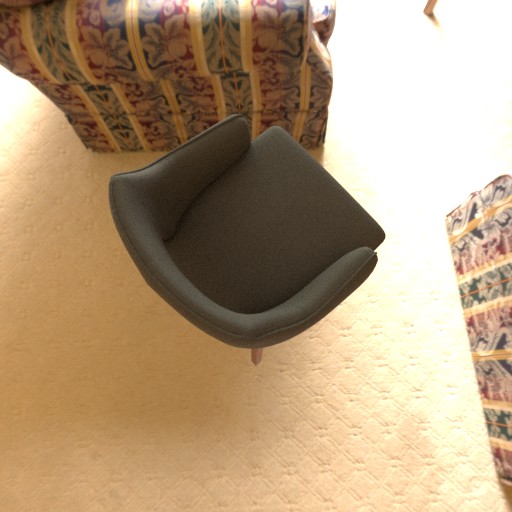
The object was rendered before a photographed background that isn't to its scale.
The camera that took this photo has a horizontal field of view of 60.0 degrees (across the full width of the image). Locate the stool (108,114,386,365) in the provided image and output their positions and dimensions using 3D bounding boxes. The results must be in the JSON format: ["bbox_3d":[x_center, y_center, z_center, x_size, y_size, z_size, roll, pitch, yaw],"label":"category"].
[{"bbox_3d":[0.000,0.000,1.351,0.558,1.012,0.548,-40,78,-10],"label":"stool"}]
